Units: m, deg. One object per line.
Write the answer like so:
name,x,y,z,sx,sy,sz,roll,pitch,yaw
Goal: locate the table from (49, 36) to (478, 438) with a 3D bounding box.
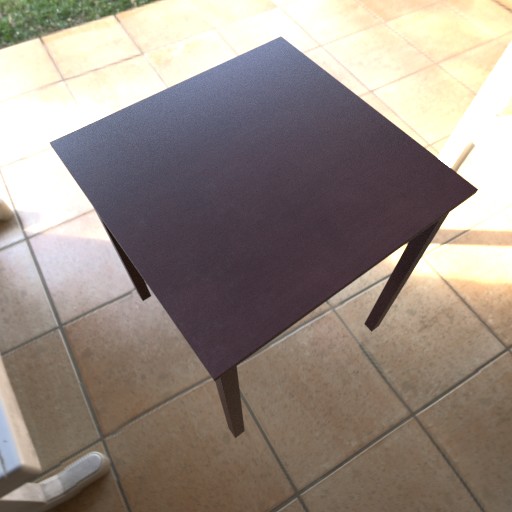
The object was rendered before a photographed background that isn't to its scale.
table,0.000,0.000,1.669,0.861,0.991,0.861,-33,64,-18
